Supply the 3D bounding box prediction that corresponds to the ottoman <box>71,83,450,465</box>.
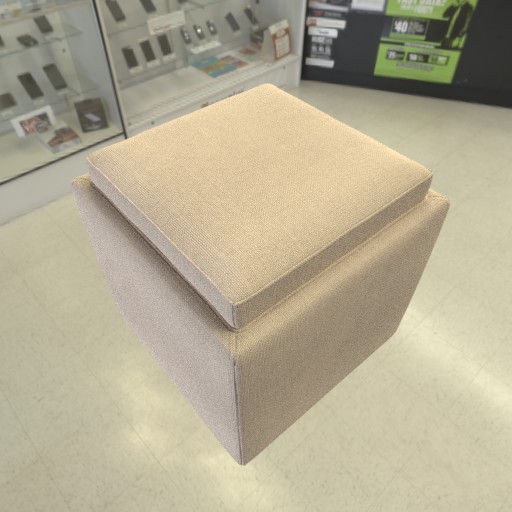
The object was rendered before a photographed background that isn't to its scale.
[{"bbox_3d":[0.000,0.000,0.820,0.451,0.460,0.450,-32,55,-26],"label":"ottoman"}]
